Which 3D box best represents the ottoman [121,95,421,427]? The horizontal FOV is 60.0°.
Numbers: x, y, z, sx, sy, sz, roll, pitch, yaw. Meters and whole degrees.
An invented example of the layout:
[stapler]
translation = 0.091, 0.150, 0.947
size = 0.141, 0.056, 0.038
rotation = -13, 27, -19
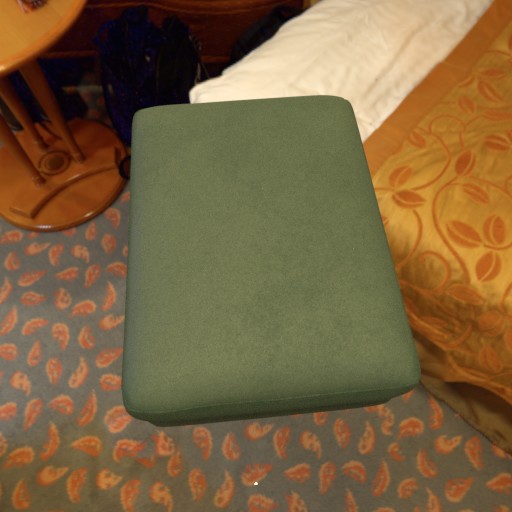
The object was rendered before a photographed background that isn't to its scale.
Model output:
[ottoman]
translation = 0.000, 0.000, 1.167
size = 0.608, 0.449, 0.811
rotation = -5, 63, -3
